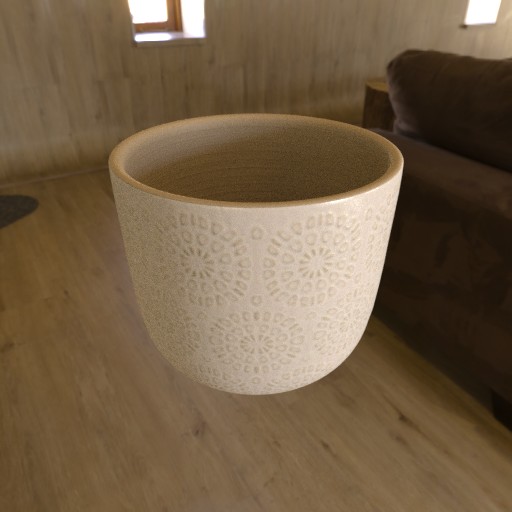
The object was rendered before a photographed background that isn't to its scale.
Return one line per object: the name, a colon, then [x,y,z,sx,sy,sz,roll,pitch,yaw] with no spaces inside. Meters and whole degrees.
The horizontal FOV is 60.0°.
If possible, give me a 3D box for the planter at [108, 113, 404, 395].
planter: [0.000,0.000,0.303,0.170,0.152,0.170,0,31,0]
